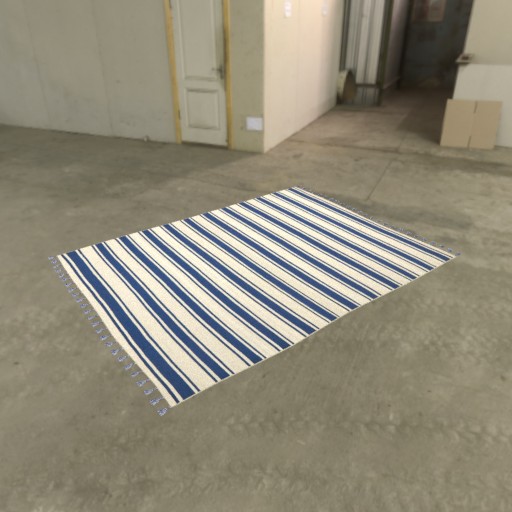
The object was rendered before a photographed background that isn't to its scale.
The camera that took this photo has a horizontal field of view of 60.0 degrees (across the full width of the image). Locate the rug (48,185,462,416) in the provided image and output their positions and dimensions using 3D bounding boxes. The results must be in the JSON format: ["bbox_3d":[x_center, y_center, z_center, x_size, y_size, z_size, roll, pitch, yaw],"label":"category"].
[{"bbox_3d":[0.000,0.000,4.469,3.416,0.016,2.471,-21,36,-32],"label":"rug"}]
